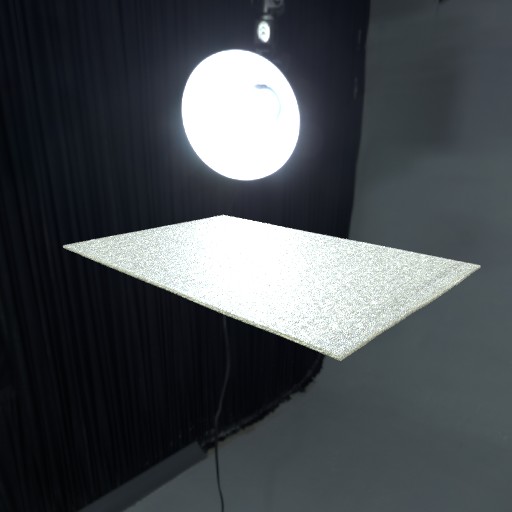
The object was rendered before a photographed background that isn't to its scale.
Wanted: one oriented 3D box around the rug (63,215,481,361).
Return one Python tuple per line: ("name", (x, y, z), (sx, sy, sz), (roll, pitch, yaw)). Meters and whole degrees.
("rug", (0.000, 0.000, 2.889), (2.297, 0.018, 1.532), (15, 22, 41))
